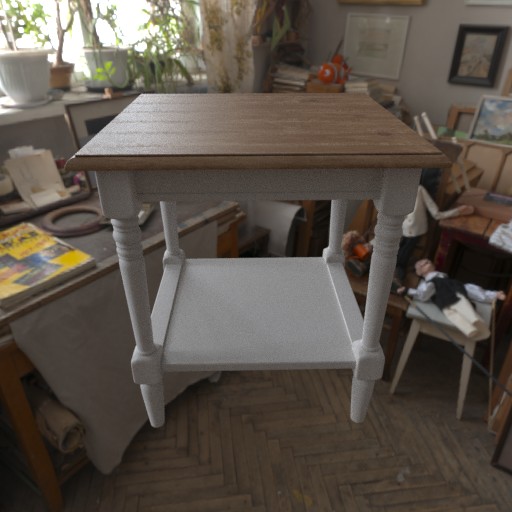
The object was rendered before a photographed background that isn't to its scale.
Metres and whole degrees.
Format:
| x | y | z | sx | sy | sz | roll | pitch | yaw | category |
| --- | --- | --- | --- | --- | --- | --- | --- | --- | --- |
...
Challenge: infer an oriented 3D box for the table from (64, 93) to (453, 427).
| x | y | z | sx | sy | sz | roll | pitch | yaw | category |
| --- | --- | --- | --- | --- | --- | --- | --- | --- | --- |
| 0.000 | 0.000 | 0.910 | 0.508 | 0.561 | 0.457 | -1 | 30 | -1 | table |
